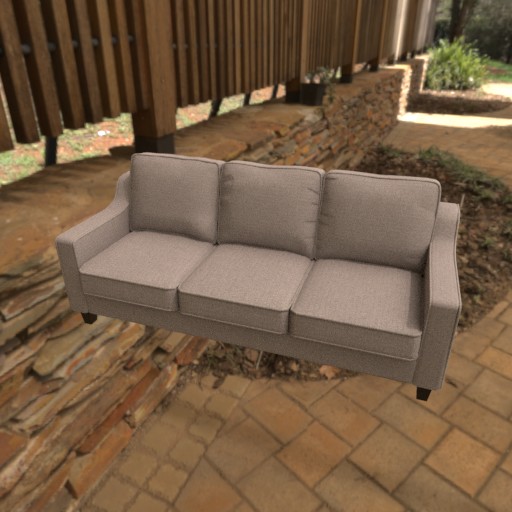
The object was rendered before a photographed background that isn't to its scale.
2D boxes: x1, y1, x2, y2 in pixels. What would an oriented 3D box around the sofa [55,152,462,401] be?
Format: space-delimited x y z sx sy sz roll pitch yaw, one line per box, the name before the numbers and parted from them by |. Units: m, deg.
sofa | 0.000 0.000 2.583 2.129 0.950 0.899 9 28 17
